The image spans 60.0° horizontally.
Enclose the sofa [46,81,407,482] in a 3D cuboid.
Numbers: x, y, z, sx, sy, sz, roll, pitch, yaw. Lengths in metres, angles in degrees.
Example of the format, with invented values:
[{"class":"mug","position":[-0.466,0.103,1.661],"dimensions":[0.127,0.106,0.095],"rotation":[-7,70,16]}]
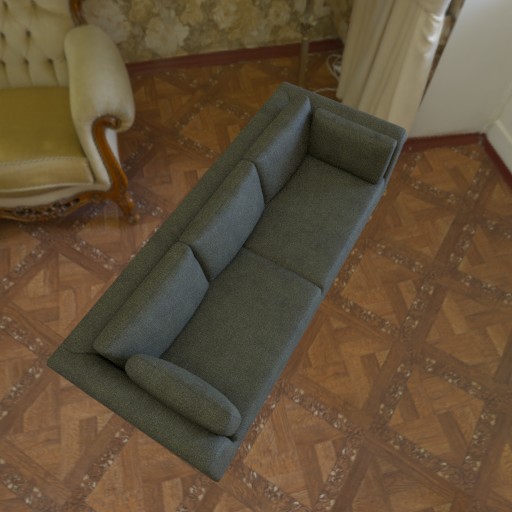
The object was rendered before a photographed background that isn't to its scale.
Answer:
[{"class":"sofa","position":[0.000,0.000,2.829],"dimensions":[0.969,0.867,2.415],"rotation":[27,63,15]}]
